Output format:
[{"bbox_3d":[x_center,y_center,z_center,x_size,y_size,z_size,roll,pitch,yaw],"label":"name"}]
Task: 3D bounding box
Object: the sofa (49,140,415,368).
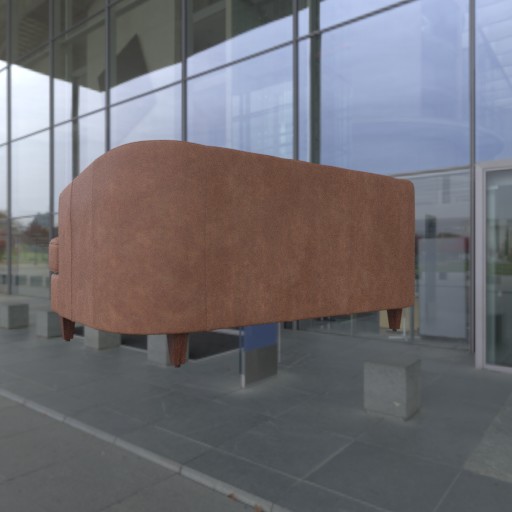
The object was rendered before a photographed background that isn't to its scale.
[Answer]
[{"bbox_3d":[0.000,0.000,2.226,1.755,0.786,0.914,0,0,-37],"label":"sofa"}]
